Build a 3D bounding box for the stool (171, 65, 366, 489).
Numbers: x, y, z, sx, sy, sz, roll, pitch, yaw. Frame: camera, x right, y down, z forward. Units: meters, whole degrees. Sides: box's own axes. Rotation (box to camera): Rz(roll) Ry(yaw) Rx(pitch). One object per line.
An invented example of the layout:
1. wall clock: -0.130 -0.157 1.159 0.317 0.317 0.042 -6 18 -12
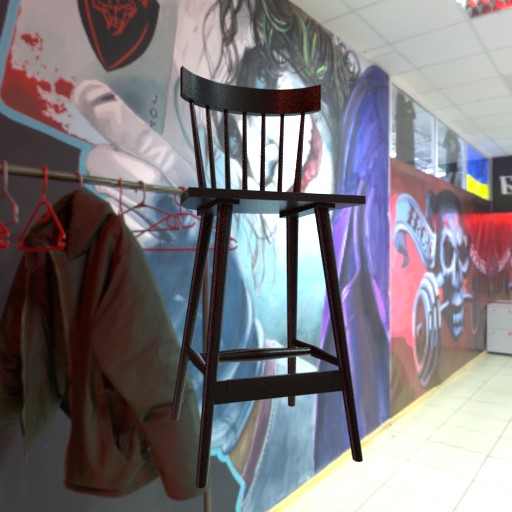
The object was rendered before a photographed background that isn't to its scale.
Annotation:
1. stool: 0.000 0.000 1.335 0.482 1.092 0.483 0 0 -18
